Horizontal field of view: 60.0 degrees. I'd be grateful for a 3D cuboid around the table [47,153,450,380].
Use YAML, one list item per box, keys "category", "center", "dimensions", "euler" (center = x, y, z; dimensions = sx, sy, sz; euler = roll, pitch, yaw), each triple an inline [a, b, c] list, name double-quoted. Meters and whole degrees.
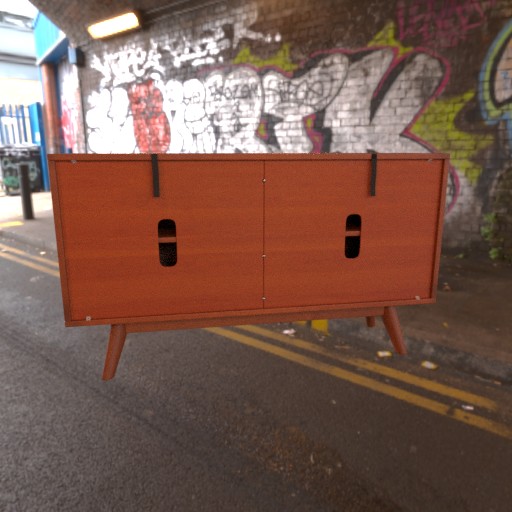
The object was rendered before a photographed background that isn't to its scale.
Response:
- category: "table"
  center: [0.000, 0.000, 1.543]
  dimensions: [1.220, 0.698, 0.308]
  euler: [-2, 14, -10]
